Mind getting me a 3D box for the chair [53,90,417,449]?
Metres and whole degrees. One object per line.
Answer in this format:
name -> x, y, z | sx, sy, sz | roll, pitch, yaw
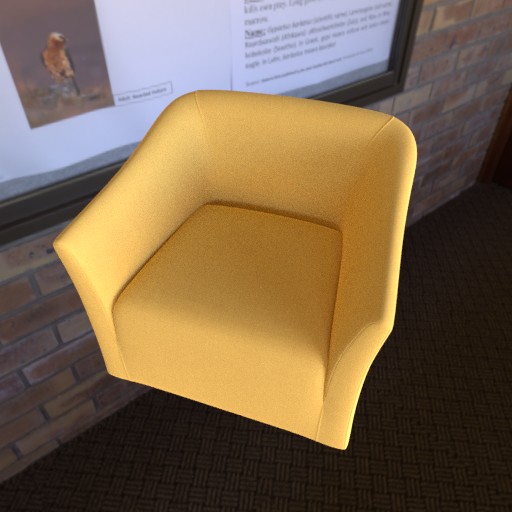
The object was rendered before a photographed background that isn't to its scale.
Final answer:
chair -> 0.000, 0.000, 1.324 | 0.790, 0.720, 0.700 | 13, 43, 14
